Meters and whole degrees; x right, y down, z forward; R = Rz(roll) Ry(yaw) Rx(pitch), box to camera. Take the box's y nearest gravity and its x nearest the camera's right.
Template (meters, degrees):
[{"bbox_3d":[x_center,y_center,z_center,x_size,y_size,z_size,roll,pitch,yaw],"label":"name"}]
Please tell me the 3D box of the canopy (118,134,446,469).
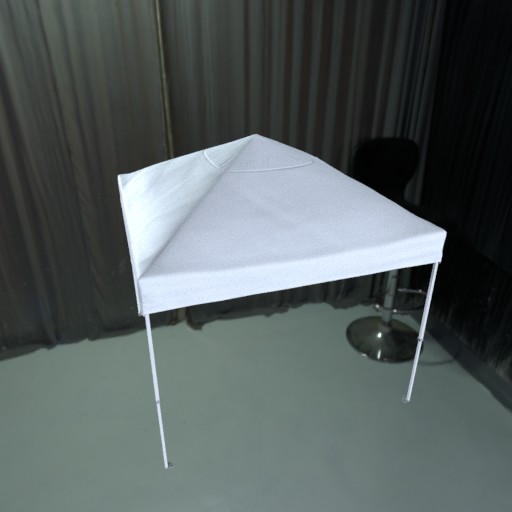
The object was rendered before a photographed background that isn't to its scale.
[{"bbox_3d":[0.000,0.000,5.531,2.996,2.997,2.998,-9,29,-16],"label":"canopy"}]
